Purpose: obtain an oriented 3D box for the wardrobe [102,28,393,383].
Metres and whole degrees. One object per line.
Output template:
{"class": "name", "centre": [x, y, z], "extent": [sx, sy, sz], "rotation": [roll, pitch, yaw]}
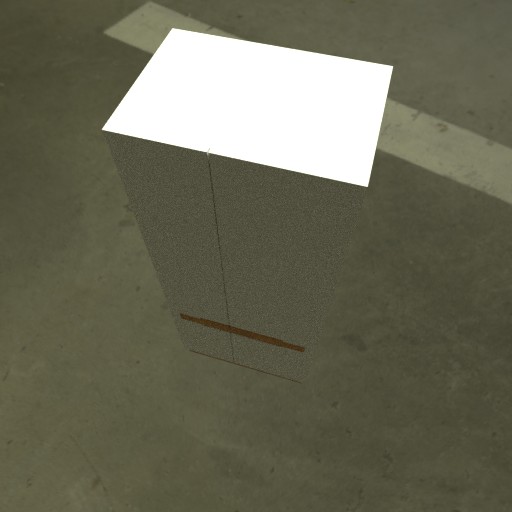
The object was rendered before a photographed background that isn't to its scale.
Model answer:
{"class": "wardrobe", "centre": [0.000, 0.000, 2.380], "extent": [0.860, 2.040, 0.600], "rotation": [14, 59, 9]}
